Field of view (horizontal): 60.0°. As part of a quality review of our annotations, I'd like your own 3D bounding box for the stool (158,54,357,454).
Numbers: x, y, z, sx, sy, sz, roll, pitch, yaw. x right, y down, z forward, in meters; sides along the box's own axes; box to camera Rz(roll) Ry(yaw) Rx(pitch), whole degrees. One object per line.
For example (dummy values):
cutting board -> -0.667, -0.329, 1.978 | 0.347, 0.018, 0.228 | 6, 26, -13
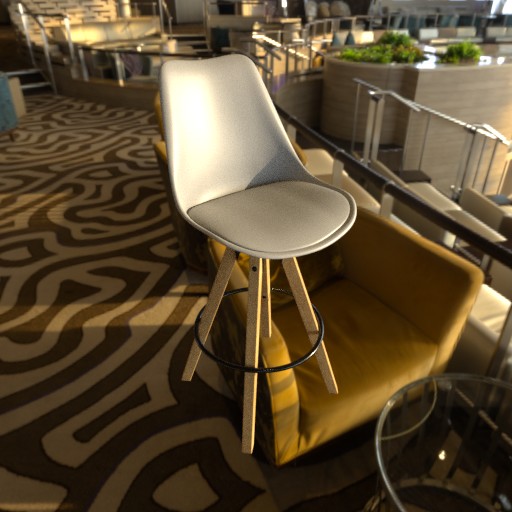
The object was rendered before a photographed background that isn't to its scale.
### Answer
stool -> 0.000, 0.000, 1.410 | 0.485, 1.115, 0.550 | -22, 37, -32
